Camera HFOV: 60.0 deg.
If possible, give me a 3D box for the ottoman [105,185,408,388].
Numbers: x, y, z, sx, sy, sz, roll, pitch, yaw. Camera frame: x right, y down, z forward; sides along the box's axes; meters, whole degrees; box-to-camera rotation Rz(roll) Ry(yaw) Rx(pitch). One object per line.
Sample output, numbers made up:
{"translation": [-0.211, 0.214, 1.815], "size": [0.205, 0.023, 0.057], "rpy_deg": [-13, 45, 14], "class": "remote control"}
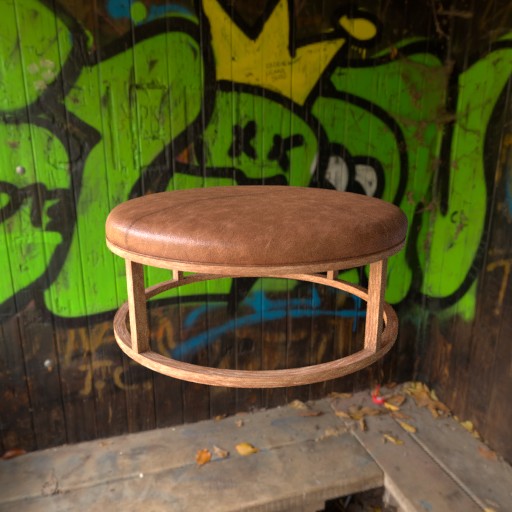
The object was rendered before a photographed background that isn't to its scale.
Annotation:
{"translation": [0.000, 0.000, 1.574], "size": [1.006, 0.445, 1.006], "rpy_deg": [0, 15, 0], "class": "ottoman"}
